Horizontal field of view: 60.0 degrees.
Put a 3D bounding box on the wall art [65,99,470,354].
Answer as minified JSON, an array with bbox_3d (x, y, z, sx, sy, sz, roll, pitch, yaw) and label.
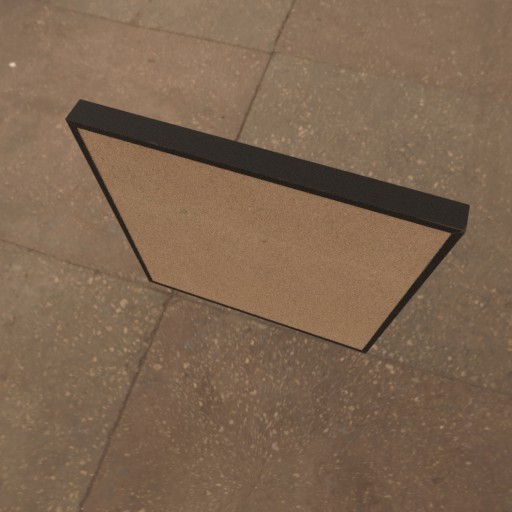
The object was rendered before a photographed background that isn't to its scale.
[{"bbox_3d":[0.000,0.000,0.765,0.508,0.508,0.038,17,64,9],"label":"wall art"}]
